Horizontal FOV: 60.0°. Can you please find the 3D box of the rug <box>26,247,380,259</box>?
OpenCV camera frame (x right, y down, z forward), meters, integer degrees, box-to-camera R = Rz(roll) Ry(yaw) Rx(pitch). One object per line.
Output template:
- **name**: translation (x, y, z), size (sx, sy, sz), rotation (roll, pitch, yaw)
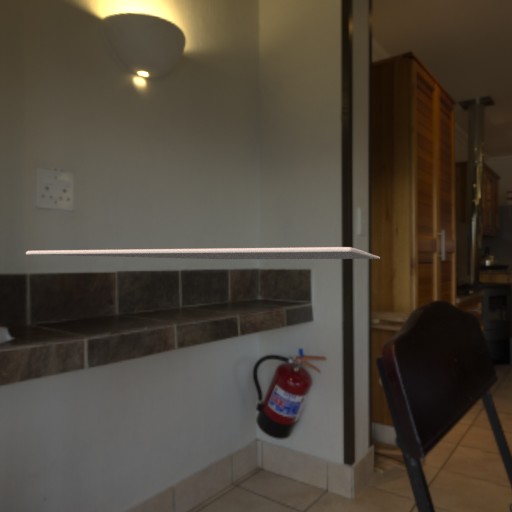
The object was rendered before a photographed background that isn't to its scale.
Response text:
- **rug**: translation (0.000, 0.000, 2.096), size (1.067, 0.013, 1.676), rotation (0, -1, 18)
